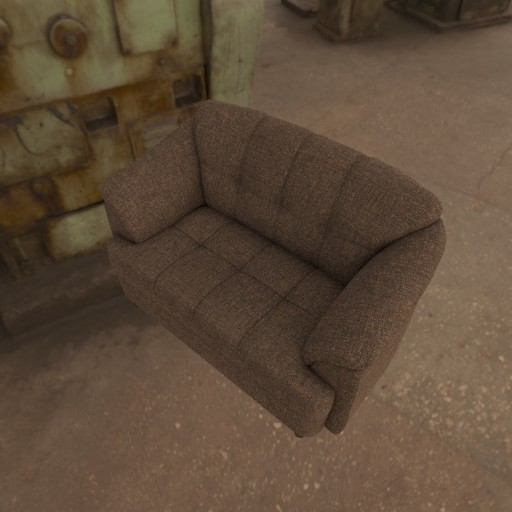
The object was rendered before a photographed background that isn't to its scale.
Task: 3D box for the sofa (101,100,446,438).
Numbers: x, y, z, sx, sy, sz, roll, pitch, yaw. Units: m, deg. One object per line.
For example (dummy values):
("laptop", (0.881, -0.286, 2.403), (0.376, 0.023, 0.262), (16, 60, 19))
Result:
("sofa", (0.000, 0.000, 1.965), (1.404, 0.895, 0.799), (31, 53, 27))
